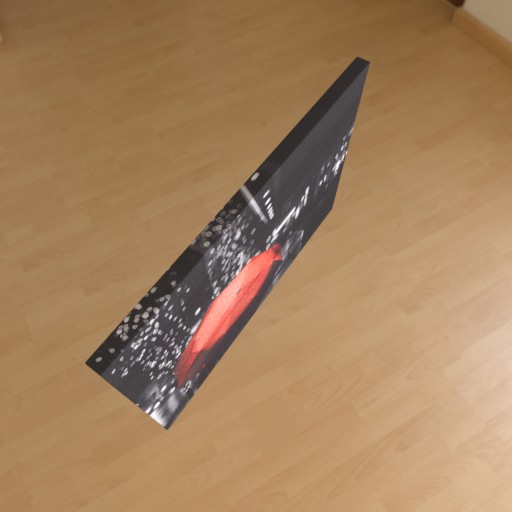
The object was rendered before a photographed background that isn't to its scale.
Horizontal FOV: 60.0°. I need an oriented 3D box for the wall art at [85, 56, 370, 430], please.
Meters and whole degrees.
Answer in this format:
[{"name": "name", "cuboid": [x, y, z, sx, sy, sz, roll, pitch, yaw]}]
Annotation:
[{"name": "wall art", "cuboid": [0.000, 0.000, 1.154, 0.038, 0.609, 0.914, 31, 65, 16]}]
